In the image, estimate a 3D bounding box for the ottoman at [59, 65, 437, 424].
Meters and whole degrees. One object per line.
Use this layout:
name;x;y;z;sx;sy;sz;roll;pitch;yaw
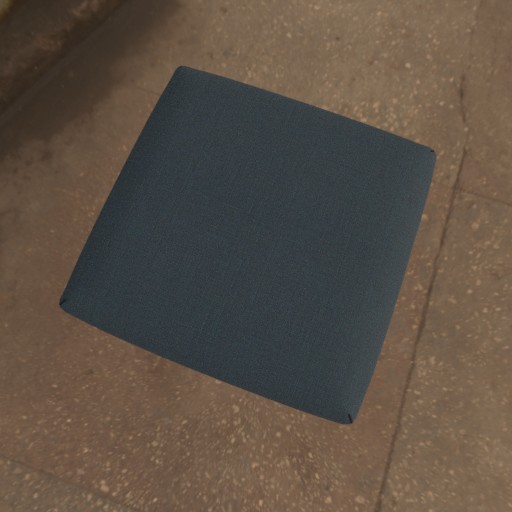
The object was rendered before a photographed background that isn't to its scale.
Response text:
ottoman;0.000;0.000;0.914;0.507;0.475;0.497;21;76;5
